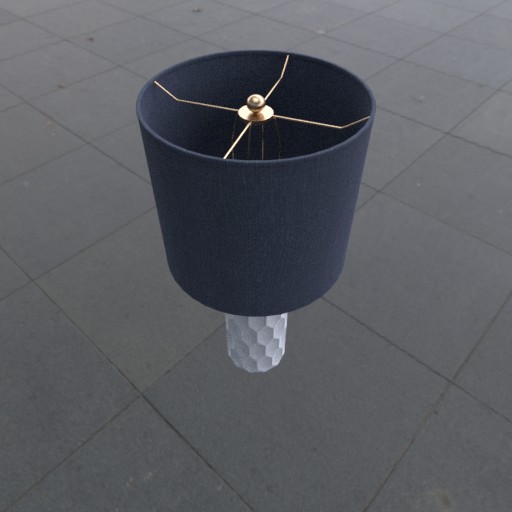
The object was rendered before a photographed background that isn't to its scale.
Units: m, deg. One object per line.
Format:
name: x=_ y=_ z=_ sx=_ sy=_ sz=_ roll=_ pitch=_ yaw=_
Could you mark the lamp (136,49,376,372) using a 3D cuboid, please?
lamp: x=0.000 y=0.000 z=0.710 sx=0.277 sy=0.537 sz=0.277 roll=-24 pitch=50 yaw=-22
